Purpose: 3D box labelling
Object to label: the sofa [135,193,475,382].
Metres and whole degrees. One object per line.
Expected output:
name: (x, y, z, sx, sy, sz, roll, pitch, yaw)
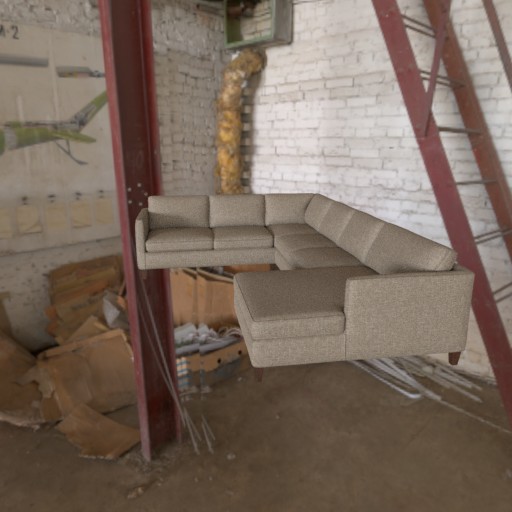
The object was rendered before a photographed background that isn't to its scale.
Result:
sofa: (0.000, 0.000, 4.490, 2.551, 0.889, 3.403, -2, 15, -9)
